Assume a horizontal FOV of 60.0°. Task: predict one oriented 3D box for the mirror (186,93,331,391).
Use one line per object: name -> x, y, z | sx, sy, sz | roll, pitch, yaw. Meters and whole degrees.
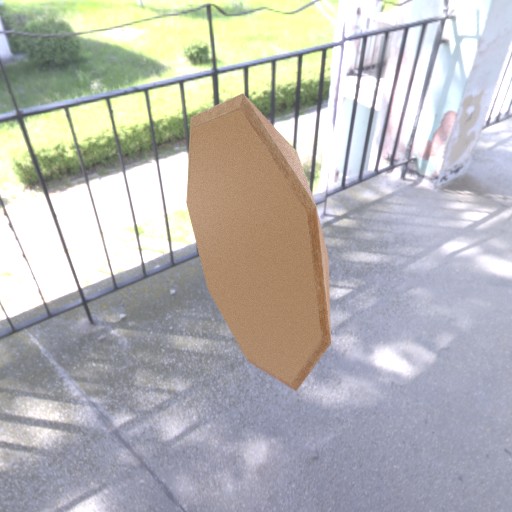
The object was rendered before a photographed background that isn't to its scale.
mirror -> 0.000, 0.000, 1.033 | 0.070, 0.774, 0.577 | -25, 47, -26
